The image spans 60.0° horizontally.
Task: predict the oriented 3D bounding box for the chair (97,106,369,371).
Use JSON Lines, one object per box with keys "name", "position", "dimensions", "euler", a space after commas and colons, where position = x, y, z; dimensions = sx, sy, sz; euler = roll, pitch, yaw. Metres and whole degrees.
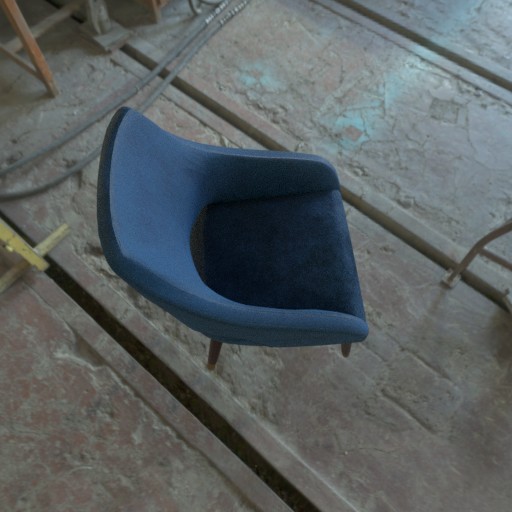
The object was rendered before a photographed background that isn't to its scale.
{"name": "chair", "position": [0.000, 0.000, 1.593], "dimensions": [0.794, 1.081, 0.683], "euler": [-4, 65, -2]}
